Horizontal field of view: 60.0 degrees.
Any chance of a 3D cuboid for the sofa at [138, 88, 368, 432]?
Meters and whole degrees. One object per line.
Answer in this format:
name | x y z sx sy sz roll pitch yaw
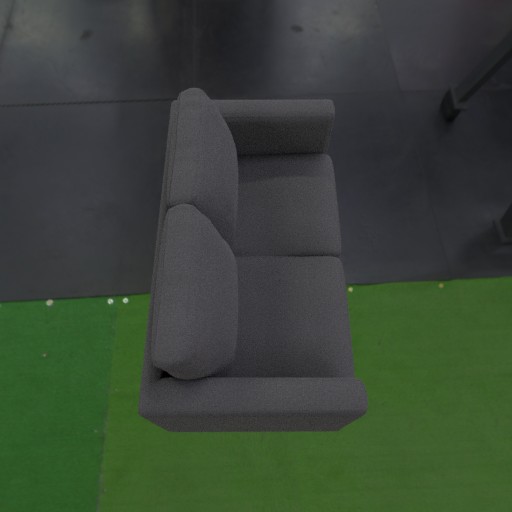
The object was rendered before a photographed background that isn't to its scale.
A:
sofa | 0.000 0.000 1.992 0.796 0.908 1.430 0 63 0
